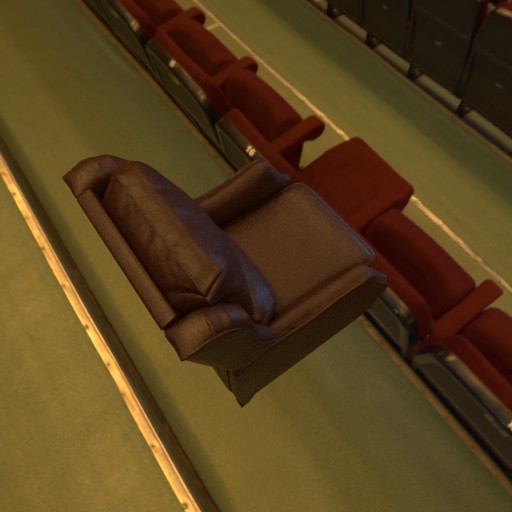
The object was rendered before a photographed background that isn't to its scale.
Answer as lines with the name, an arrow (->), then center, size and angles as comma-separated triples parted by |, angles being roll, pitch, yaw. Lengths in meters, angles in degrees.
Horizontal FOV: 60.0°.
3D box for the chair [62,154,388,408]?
chair -> 0.000, 0.000, 1.806 | 0.982, 1.132, 0.770 | -32, 65, -17
